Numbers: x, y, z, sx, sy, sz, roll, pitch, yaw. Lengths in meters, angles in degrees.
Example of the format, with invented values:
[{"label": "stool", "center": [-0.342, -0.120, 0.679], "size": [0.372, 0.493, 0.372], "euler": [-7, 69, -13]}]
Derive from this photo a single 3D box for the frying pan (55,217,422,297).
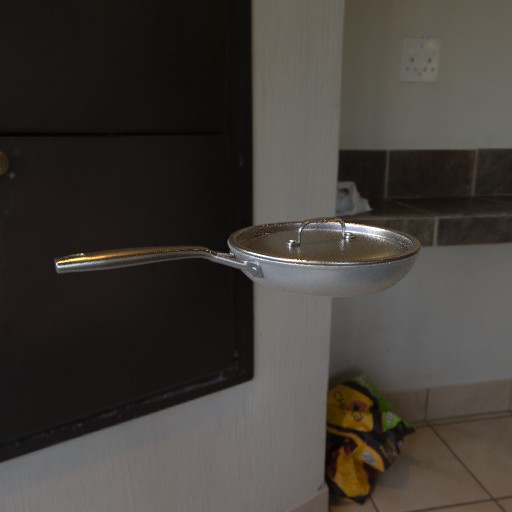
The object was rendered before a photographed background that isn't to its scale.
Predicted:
[{"label": "frying pan", "center": [0.000, 0.000, 0.595], "size": [0.490, 0.086, 0.272], "euler": [-8, 17, -28]}]
